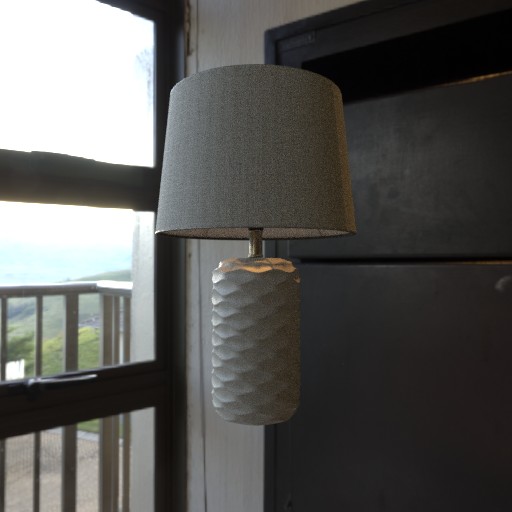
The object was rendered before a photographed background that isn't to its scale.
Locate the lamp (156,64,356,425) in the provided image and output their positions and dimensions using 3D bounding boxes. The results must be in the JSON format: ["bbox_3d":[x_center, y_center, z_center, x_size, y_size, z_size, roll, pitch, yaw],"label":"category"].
[{"bbox_3d":[0.000,0.000,0.849,0.376,0.594,0.376,0,-1,0],"label":"lamp"}]
